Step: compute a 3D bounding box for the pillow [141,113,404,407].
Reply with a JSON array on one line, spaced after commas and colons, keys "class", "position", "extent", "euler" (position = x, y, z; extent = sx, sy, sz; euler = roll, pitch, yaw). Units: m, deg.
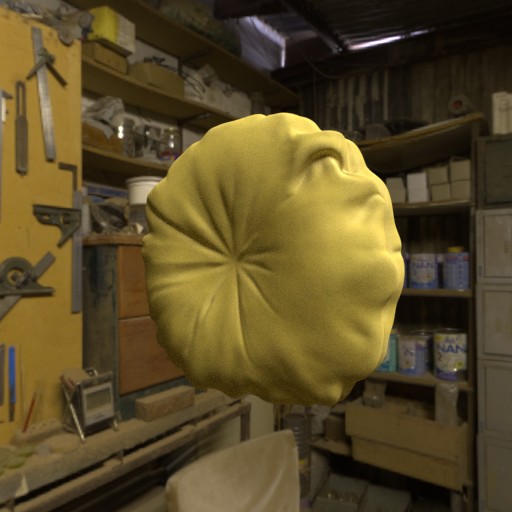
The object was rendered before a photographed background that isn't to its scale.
[{"class": "pillow", "position": [0.000, 0.000, 0.646], "extent": [0.428, 0.407, 0.148], "euler": [-1, -1, 36]}]
